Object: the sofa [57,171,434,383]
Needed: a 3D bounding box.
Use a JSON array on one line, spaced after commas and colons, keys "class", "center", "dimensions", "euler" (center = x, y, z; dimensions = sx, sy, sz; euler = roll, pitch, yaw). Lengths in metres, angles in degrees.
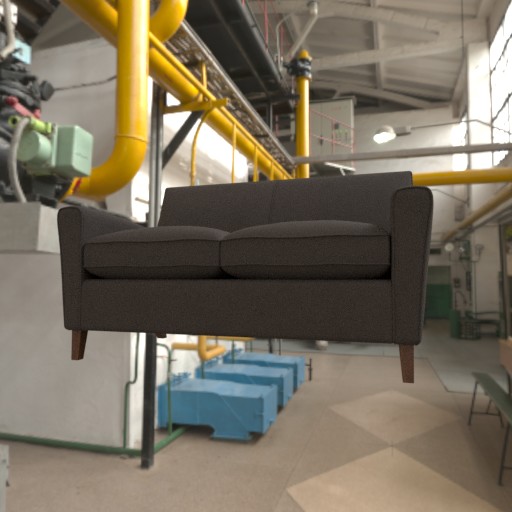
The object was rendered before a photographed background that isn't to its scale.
[{"class": "sofa", "center": [0.000, 0.000, 1.971], "dimensions": [1.420, 0.846, 0.871], "euler": [-1, -3, 18]}]
